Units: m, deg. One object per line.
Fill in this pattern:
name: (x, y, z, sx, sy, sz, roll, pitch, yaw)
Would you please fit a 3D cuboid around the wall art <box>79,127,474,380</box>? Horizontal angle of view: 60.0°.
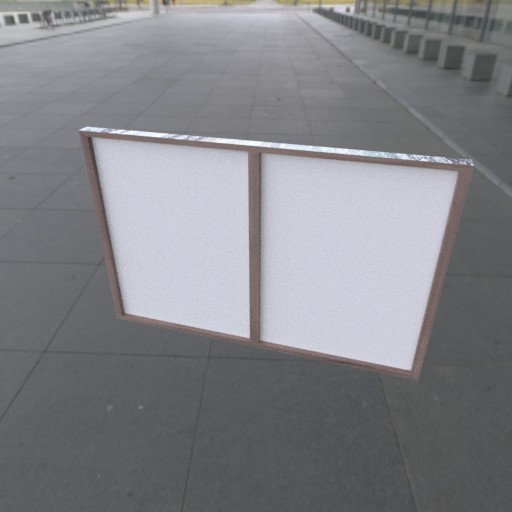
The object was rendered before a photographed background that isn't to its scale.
wall art: (0.000, 0.000, 1.166, 0.919, 0.598, 0.038, 9, 32, 14)
